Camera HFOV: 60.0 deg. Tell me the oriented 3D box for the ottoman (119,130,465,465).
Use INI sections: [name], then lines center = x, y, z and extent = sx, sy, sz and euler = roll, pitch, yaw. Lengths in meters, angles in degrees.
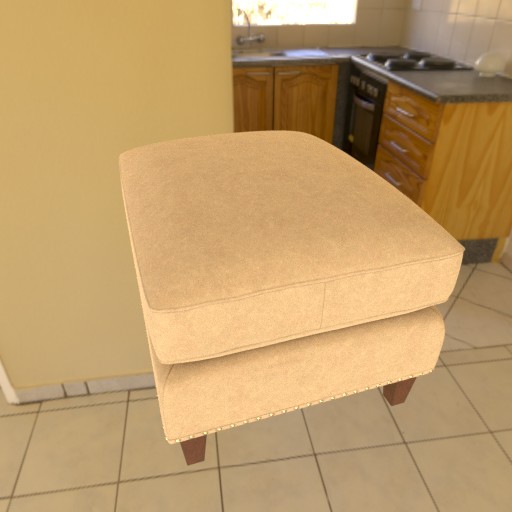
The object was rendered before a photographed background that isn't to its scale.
[ottoman]
center = 0.000, 0.000, 1.106
extent = 0.584, 0.513, 0.741
euler = -10, 33, -15
